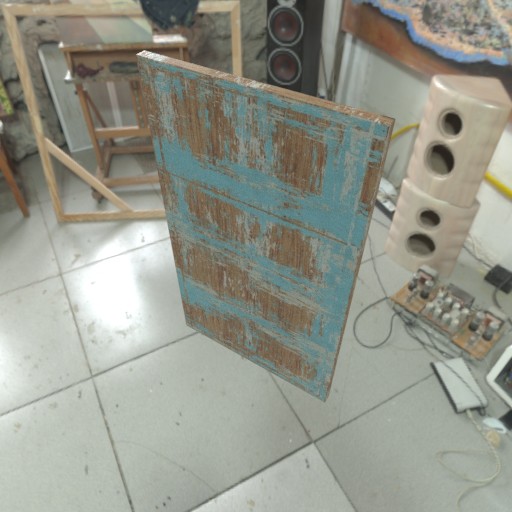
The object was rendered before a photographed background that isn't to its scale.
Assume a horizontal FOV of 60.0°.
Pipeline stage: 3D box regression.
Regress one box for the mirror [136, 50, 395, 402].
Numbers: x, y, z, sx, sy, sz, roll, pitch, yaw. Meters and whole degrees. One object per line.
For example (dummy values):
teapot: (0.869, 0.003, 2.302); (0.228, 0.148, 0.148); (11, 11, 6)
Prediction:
mirror: (0.000, 0.000, 1.505); (0.707, 1.213, 0.083); (24, 50, 22)
